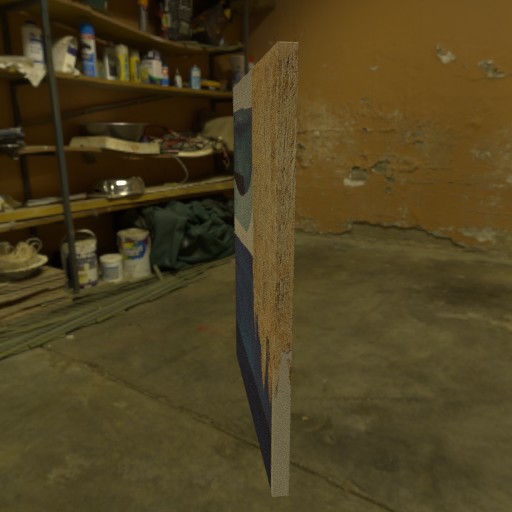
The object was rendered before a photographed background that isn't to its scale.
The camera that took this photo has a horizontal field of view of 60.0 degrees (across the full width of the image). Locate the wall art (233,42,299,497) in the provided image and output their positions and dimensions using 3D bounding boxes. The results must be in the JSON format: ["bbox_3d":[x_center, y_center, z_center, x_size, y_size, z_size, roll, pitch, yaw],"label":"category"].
[{"bbox_3d":[0.000,0.000,0.794,0.026,0.613,0.458,-2,15,-9],"label":"wall art"}]
